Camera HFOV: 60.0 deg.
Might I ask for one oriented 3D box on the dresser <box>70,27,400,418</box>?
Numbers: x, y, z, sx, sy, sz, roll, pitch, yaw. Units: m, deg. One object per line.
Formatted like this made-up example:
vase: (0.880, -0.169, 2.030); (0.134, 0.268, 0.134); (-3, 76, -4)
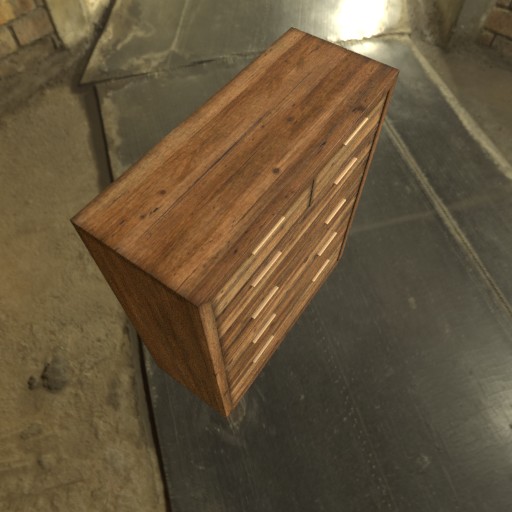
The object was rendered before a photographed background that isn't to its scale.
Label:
dresser: (0.000, 0.000, 1.897); (0.438, 1.359, 1.067); (31, 63, 18)
